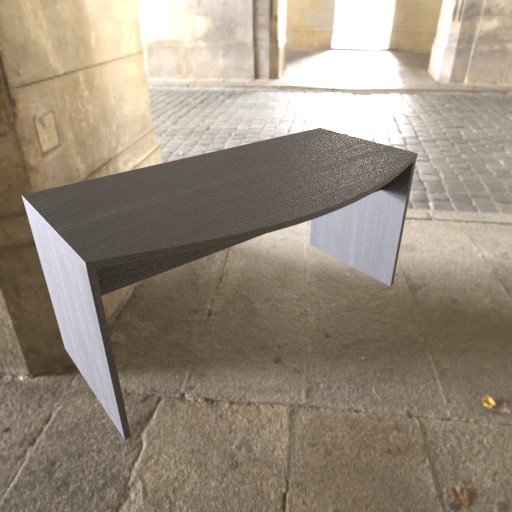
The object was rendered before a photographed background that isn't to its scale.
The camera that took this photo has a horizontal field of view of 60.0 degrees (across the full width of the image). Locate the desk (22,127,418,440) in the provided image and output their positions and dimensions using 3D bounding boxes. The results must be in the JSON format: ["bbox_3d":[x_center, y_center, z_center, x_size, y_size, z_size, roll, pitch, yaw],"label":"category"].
[{"bbox_3d":[0.000,0.000,2.008,1.600,0.750,0.802,-22,37,-33],"label":"desk"}]
